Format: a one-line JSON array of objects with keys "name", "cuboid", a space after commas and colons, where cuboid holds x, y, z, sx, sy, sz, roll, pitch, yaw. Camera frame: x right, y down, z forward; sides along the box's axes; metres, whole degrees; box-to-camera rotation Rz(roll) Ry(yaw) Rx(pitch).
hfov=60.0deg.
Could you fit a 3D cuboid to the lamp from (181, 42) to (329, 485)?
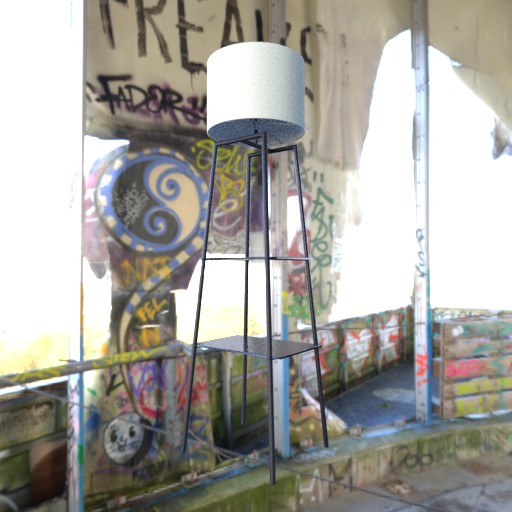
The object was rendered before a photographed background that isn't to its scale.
[{"name": "lamp", "cuboid": [0.000, 0.000, 1.703, 0.427, 1.474, 0.384, -1, -2, 37]}]
